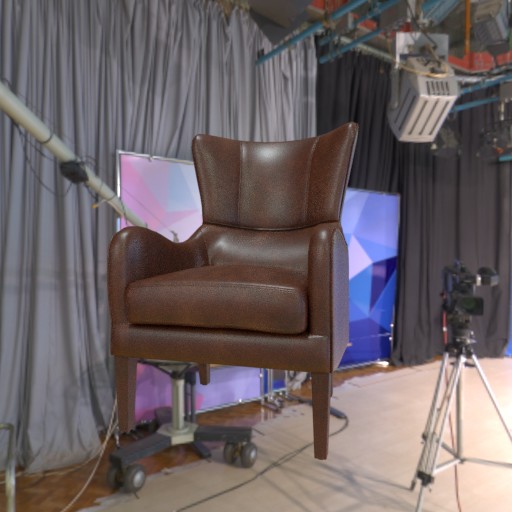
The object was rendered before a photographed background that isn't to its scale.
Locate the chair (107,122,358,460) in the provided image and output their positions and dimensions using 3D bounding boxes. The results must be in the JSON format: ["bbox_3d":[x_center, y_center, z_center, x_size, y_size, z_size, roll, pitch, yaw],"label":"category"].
[{"bbox_3d":[0.000,0.000,1.609,0.692,1.048,0.914,0,1,17],"label":"chair"}]
